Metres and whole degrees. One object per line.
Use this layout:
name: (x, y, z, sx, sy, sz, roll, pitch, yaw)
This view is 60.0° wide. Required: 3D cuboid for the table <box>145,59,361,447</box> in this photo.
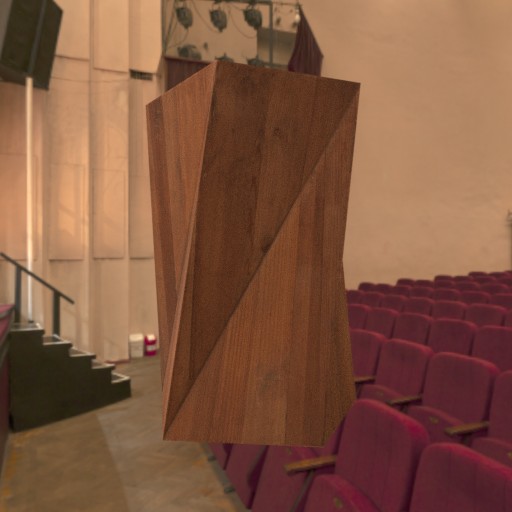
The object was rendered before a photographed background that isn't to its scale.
table: (0.000, 0.000, 0.894, 0.425, 0.604, 0.441, 0, 0, -19)
